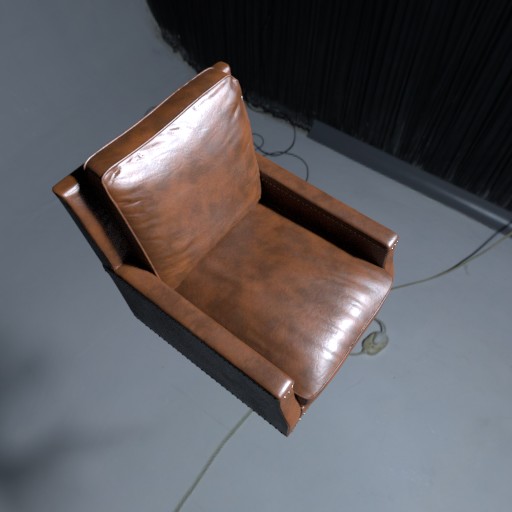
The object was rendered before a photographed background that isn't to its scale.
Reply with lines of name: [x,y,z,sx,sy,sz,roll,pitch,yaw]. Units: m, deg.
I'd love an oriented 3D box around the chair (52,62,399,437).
chair: [0.000,0.000,1.817,1.035,1.054,0.854,33,64,19]
